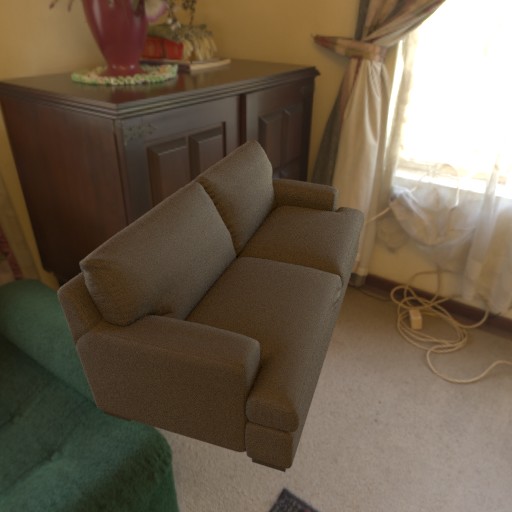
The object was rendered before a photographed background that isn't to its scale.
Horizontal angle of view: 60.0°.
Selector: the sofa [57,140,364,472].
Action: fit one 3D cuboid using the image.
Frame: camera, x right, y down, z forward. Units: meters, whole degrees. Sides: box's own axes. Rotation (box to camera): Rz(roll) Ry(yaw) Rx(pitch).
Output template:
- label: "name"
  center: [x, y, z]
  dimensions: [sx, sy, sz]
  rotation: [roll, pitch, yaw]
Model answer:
- label: "sofa"
  center: [0.000, 0.000, 2.849]
  dimensions: [1.140, 0.950, 2.271]
  rotation: [10, 30, 17]
